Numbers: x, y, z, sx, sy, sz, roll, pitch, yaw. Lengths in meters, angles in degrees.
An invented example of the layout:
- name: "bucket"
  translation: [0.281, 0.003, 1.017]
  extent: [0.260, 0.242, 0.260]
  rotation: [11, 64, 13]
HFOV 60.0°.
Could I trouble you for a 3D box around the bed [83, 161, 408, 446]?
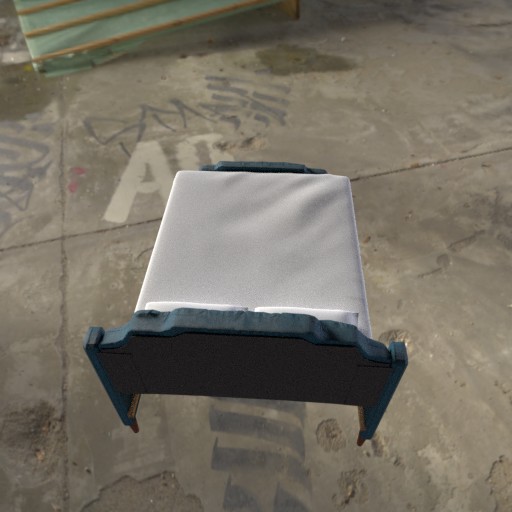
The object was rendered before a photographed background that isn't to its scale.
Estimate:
- name: "bed"
  translation: [0.000, 0.000, 3.391]
  extent: [1.676, 1.351, 2.322]
  rotation: [2, 47, 2]
